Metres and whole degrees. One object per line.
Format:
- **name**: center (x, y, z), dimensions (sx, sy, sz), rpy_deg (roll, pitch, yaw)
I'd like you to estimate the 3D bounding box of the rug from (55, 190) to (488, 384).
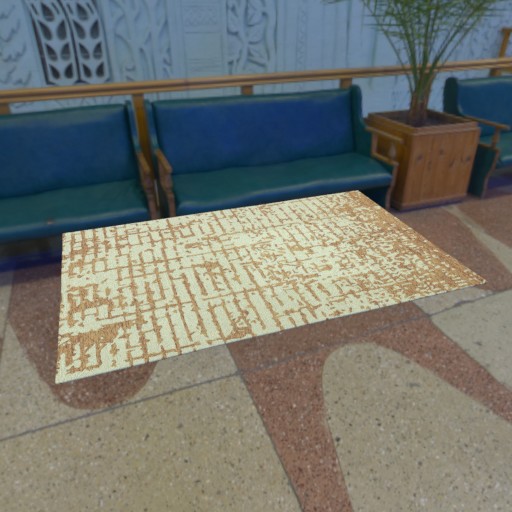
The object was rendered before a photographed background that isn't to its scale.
- **rug**: center (0.000, 0.000, 2.940), dimensions (2.435, 0.011, 1.517), rpy_deg (-10, 32, -17)
